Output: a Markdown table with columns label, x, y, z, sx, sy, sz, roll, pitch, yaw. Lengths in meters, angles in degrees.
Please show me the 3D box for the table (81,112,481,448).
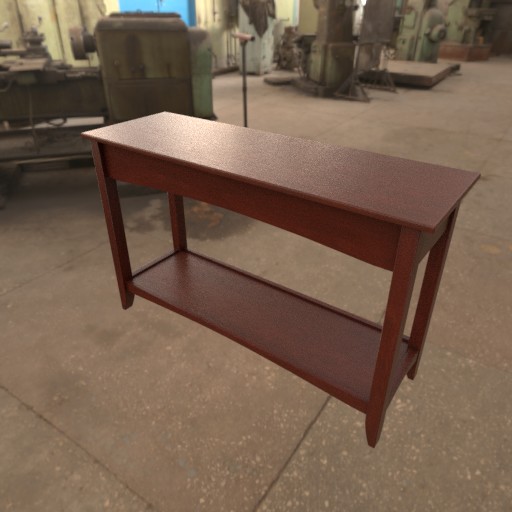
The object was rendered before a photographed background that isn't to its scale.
| label | x | y | z | sx | sy | sz | roll | pitch | yaw |
| --- | --- | --- | --- | --- | --- | --- | --- | --- | --- |
| table | 0.000 | 0.000 | 1.523 | 1.188 | 0.739 | 0.392 | 21 | 36 | 31 |
